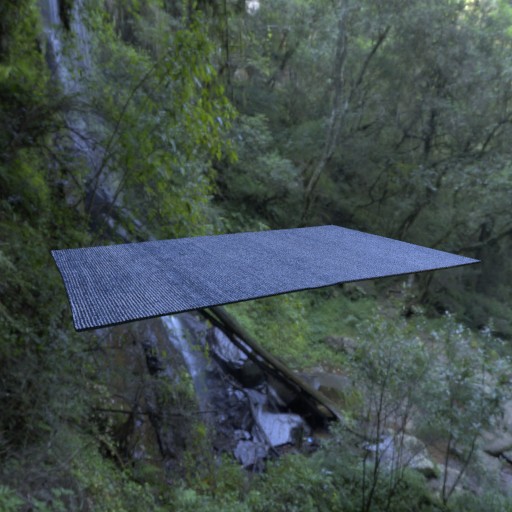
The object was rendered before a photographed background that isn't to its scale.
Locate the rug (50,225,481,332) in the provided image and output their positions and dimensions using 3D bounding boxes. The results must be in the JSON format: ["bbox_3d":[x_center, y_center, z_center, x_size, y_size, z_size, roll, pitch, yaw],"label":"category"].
[{"bbox_3d":[0.000,0.000,2.180,1.793,0.025,1.159,-7,15,-26],"label":"rug"}]
